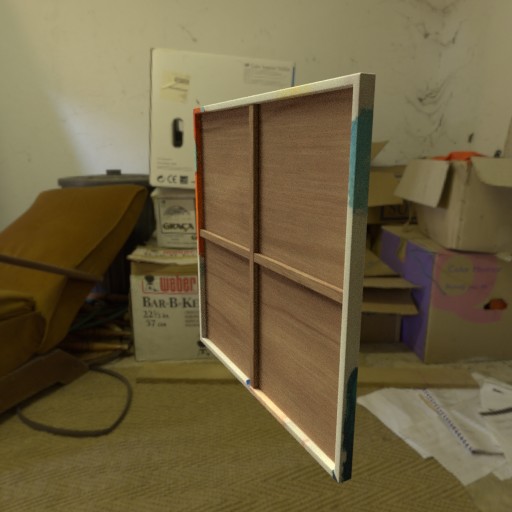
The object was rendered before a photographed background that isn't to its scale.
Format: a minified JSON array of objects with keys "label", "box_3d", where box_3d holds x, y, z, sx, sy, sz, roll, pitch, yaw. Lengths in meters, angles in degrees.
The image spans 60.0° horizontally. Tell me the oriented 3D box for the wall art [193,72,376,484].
[{"label":"wall art","box_3d":[0.000,0.000,1.494,0.044,1.017,1.017,-7,16,-27]}]
